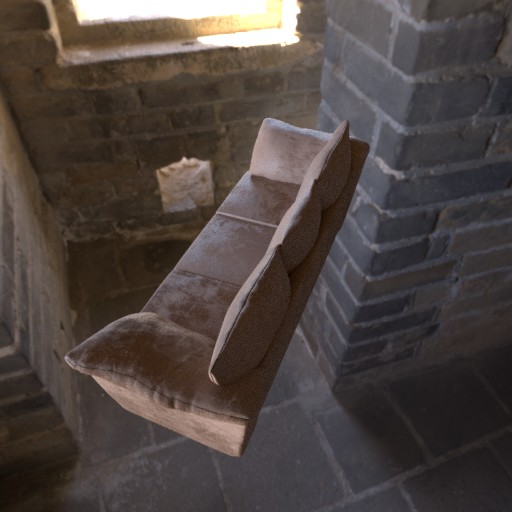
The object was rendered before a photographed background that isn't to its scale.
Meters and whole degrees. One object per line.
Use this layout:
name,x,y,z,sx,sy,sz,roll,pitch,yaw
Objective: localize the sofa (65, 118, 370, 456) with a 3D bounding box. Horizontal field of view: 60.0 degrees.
sofa,0.000,0.000,2.794,0.893,0.981,2.377,17,47,16
